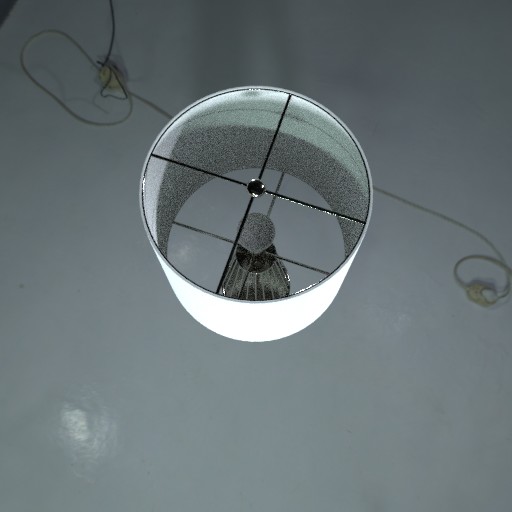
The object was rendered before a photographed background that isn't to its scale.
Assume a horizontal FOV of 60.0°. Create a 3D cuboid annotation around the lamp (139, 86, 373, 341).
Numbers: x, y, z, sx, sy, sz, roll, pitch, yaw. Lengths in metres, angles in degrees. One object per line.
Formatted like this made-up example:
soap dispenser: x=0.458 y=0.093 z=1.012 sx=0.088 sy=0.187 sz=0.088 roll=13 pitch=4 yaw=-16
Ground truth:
lamp: x=0.000 y=0.000 z=0.784 sx=0.303 sy=0.618 sz=0.303 roll=0 pitch=76 yaw=0
